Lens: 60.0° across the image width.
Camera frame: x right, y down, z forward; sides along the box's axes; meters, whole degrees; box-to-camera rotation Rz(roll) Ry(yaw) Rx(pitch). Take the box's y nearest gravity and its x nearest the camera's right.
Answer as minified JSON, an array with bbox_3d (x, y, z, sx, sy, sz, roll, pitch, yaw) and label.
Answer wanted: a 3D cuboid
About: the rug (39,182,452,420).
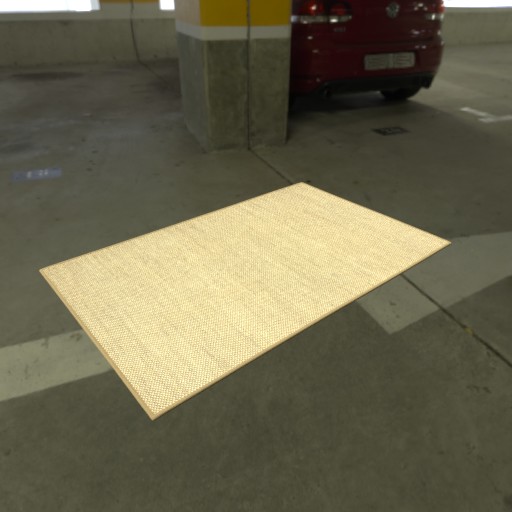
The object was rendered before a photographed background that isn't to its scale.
[{"bbox_3d":[0.000,0.000,2.104,1.667,0.013,1.062,-23,38,-33],"label":"rug"}]
